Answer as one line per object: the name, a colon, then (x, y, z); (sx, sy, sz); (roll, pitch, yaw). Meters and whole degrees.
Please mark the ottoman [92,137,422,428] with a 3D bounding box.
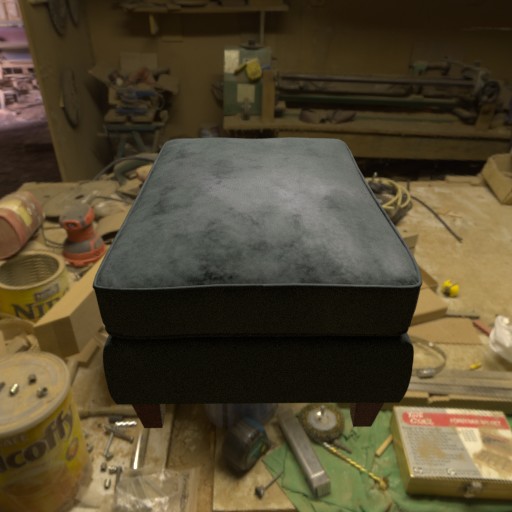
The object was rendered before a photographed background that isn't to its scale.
ottoman: (0.000, 0.000, 1.241); (0.632, 0.495, 0.864); (0, 32, 0)
